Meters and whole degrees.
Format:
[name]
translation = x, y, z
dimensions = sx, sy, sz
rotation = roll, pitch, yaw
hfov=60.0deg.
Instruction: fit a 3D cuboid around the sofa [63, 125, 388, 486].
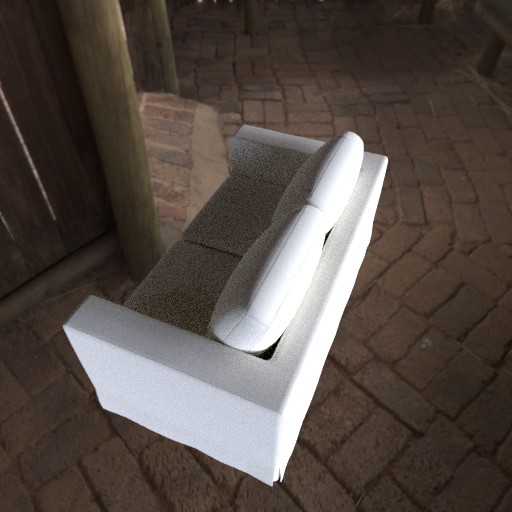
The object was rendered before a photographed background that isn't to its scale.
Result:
[sofa]
translation = 0.000, 0.000, 2.410
dimensions = 1.009, 0.932, 1.813
rotation = 17, 48, 16
